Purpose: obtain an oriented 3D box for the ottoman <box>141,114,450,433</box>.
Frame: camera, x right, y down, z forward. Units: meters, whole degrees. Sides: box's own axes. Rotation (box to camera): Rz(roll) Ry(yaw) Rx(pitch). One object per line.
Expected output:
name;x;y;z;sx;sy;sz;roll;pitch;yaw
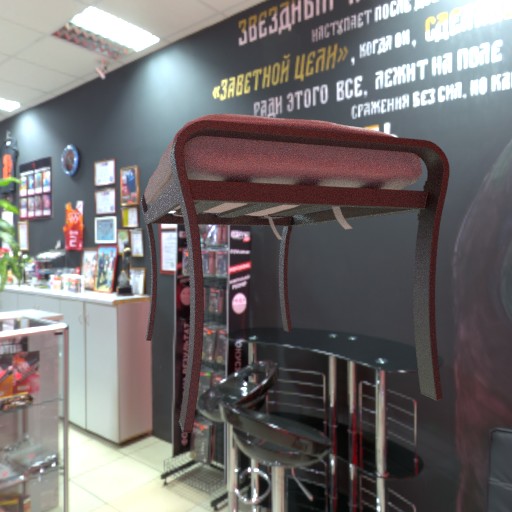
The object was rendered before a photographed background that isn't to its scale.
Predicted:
ottoman;0.000;0.000;0.885;0.406;0.422;0.610;0;1;-18
